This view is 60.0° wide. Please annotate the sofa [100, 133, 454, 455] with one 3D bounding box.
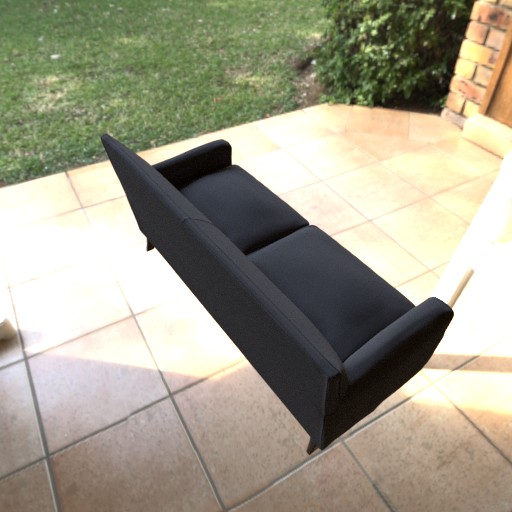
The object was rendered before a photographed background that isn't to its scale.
[{"bbox_3d":[0.000,0.000,2.493,0.843,0.907,2.002,-26,49,-25],"label":"sofa"}]
